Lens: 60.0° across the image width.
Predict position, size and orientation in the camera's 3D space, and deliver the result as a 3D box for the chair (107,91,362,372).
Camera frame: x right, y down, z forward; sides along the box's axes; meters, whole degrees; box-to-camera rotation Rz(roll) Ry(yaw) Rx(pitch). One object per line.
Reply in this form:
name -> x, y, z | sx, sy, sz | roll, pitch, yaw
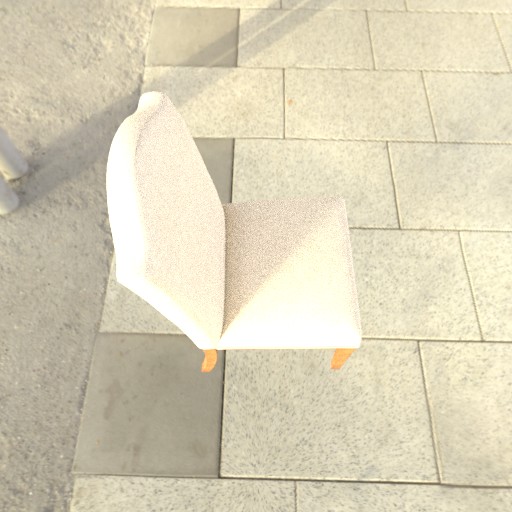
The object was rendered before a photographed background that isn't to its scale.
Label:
chair -> 0.000, 0.000, 1.401 | 0.648, 1.012, 0.534 | -1, 63, 0
